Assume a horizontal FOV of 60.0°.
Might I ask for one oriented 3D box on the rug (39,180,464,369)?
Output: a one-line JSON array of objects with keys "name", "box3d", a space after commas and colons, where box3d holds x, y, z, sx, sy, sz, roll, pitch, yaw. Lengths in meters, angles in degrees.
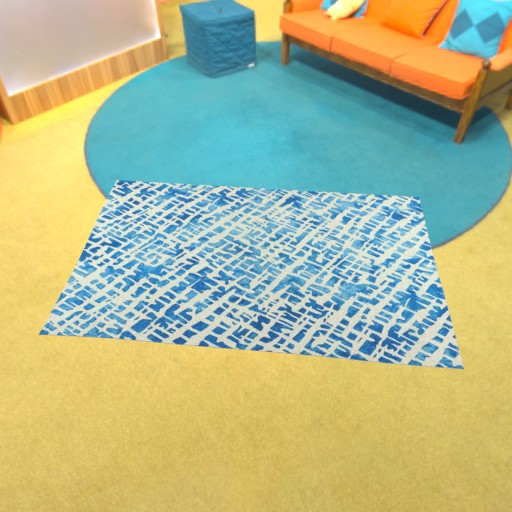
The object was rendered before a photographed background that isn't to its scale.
[{"name": "rug", "box3d": [0.000, 0.000, 3.051, 2.447, 0.011, 1.520, 4, 46, 4]}]
